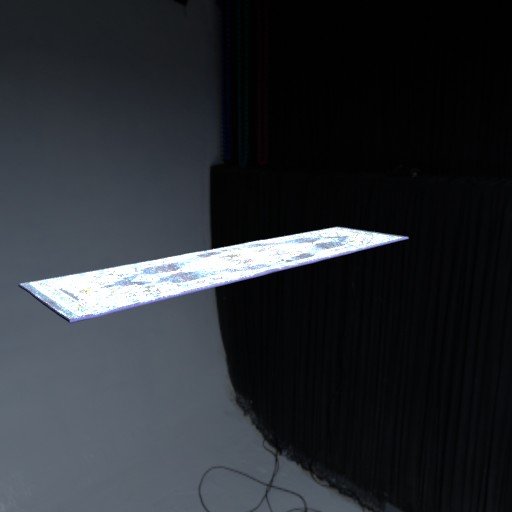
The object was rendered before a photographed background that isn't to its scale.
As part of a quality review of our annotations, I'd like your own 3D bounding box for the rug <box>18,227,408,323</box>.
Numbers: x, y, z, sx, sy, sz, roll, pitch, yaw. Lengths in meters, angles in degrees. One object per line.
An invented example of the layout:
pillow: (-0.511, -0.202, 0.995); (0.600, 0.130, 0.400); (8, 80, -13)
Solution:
rug: (0.000, 0.000, 2.476); (2.283, 0.016, 0.602); (-12, 18, -41)
